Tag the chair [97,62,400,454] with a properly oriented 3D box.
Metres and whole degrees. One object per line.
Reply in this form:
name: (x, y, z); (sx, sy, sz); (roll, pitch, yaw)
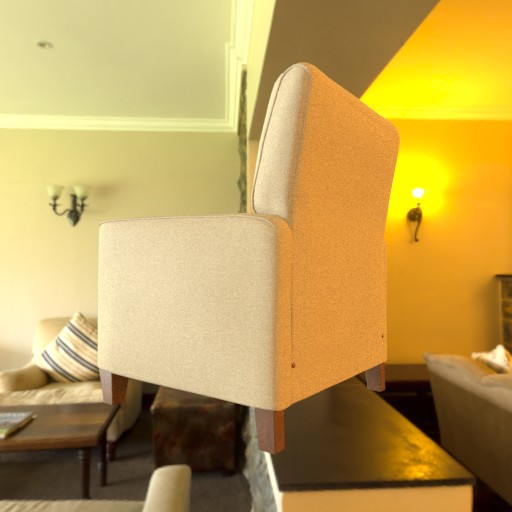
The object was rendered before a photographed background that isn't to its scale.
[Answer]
chair: (0.000, 0.000, 1.622); (0.858, 1.023, 0.841); (-1, -2, 37)
